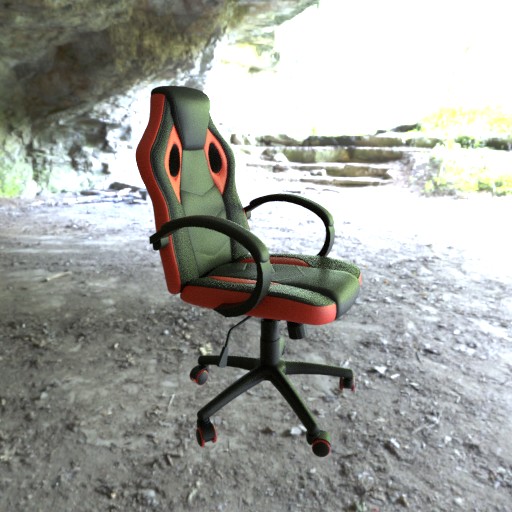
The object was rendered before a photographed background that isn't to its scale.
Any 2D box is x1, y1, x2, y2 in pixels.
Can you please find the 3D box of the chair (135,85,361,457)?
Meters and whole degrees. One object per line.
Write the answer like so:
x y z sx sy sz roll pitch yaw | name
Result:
0.000 0.000 1.381 0.642 1.016 0.600 8 18 27 | chair
